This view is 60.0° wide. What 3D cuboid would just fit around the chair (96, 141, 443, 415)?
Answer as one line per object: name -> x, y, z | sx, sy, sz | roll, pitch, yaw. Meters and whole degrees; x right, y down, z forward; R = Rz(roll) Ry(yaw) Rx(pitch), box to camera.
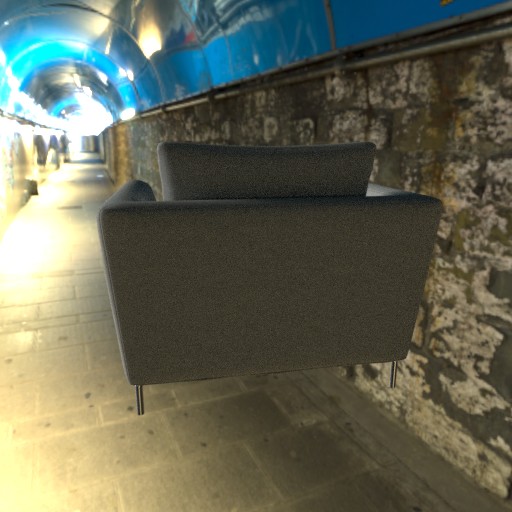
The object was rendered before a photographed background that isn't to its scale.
chair -> 0.000, 0.000, 1.730 | 1.041, 0.864, 0.889 | -3, 15, -10
